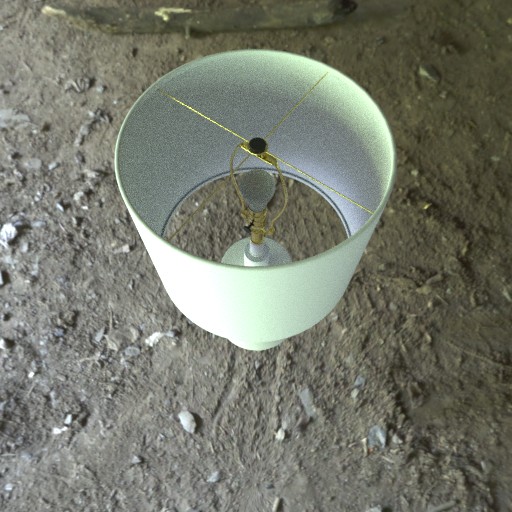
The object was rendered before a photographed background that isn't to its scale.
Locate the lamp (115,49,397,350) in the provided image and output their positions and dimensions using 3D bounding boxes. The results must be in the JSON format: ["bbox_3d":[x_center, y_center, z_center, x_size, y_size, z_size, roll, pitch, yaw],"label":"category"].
[{"bbox_3d":[0.000,0.000,0.713,0.301,0.533,0.301,33,68,16],"label":"lamp"}]
